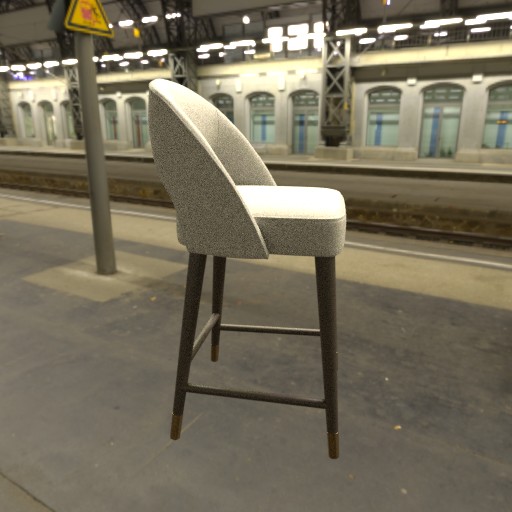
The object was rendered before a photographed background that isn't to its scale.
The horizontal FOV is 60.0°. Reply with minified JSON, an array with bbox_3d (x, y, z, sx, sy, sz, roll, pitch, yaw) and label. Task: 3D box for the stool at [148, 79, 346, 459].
[{"bbox_3d":[0.000,0.000,1.259,0.509,0.940,0.494,3,17,9],"label":"stool"}]
